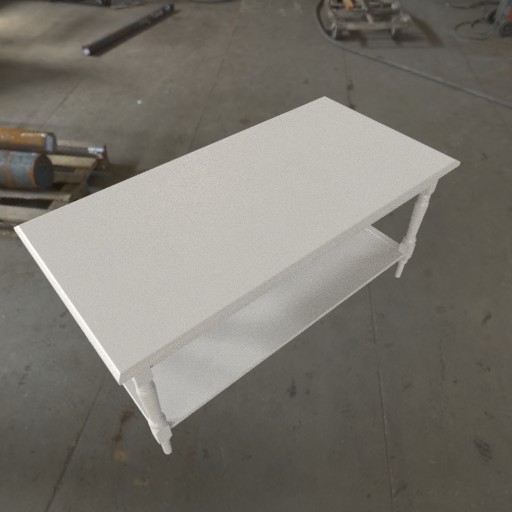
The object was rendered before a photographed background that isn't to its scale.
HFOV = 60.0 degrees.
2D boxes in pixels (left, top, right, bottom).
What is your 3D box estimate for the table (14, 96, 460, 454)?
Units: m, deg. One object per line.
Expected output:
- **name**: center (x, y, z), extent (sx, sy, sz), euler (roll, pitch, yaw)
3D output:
- **table**: center (0.000, 0.000, 1.377), extent (1.109, 0.506, 0.551), euler (-31, 53, -27)
